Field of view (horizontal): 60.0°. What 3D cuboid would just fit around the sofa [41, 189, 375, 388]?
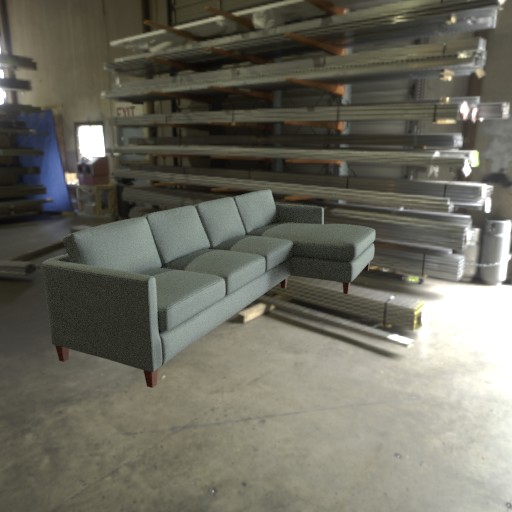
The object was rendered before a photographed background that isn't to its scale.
[{"bbox_3d":[0.000,0.000,4.213,1.604,0.950,3.471,7,16,25],"label":"sofa"}]
